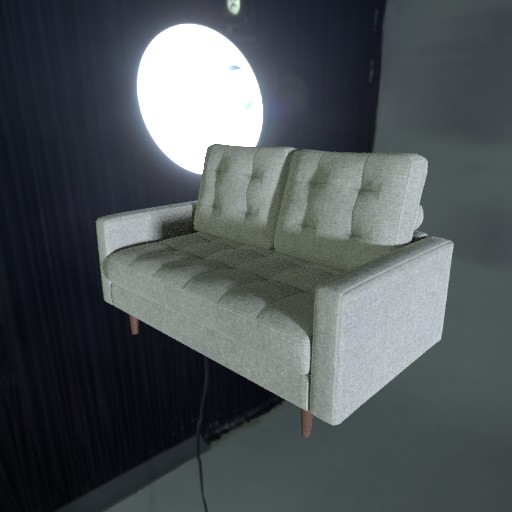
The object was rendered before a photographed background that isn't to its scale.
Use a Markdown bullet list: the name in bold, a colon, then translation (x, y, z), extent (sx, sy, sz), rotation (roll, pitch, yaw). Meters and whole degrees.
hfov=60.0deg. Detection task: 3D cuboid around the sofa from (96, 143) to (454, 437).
- **sofa**: translation (0.000, 0.000, 1.953), extent (1.407, 0.907, 0.842), rotation (16, 23, 42)
